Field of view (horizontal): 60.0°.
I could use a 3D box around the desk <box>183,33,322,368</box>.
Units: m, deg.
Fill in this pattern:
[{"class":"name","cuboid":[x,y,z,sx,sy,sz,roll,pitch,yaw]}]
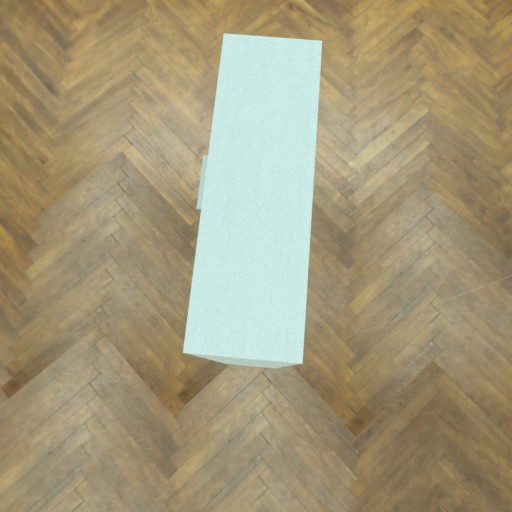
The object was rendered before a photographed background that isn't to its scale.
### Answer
[{"class":"desk","cuboid":[0.000,0.000,1.582,0.250,1.280,0.750,5,75,1]}]
